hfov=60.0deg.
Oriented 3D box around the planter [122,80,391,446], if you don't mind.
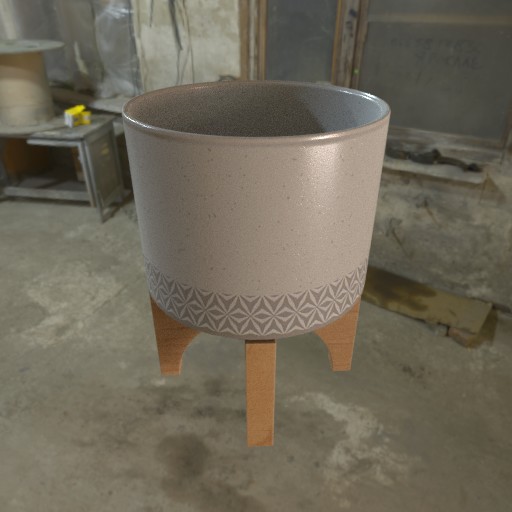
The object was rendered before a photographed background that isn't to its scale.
[{"bbox_3d":[0.000,0.000,0.265,0.130,0.178,0.130,0,31,0],"label":"planter"}]
